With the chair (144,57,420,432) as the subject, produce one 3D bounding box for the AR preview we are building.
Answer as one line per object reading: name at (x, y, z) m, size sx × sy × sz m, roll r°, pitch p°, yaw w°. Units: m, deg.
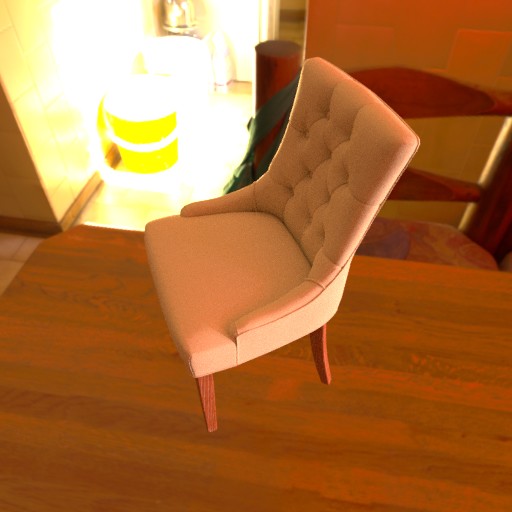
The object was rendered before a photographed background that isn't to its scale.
chair at (0.000, 0.000, 1.225) m, size 0.565 × 0.874 × 0.509 m, roll -15°, pitch 47°, yaw -15°
